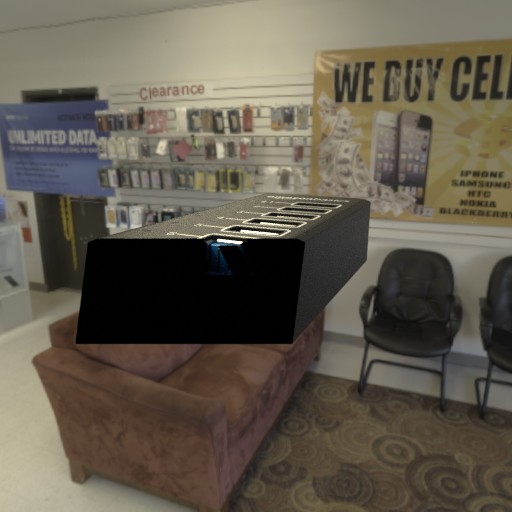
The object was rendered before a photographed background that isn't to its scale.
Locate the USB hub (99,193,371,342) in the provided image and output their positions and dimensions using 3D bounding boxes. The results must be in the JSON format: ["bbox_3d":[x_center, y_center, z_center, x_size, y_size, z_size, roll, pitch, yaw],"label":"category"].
[{"bbox_3d":[0.000,0.000,0.130,0.044,0.023,0.110,7,17,25],"label":"USB hub"}]
